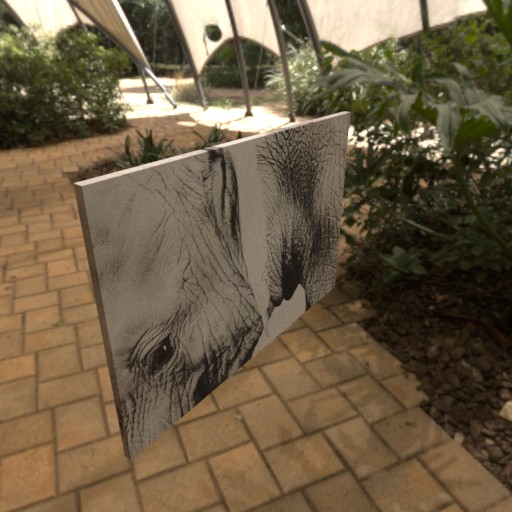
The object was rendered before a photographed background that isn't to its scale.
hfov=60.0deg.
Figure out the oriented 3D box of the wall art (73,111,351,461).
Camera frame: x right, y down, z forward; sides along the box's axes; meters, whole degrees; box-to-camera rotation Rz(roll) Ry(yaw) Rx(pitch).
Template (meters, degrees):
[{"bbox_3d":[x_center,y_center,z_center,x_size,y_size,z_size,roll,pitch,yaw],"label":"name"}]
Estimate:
[{"bbox_3d":[0.000,0.000,1.143,0.023,0.607,0.914,19,32,33],"label":"wall art"}]
